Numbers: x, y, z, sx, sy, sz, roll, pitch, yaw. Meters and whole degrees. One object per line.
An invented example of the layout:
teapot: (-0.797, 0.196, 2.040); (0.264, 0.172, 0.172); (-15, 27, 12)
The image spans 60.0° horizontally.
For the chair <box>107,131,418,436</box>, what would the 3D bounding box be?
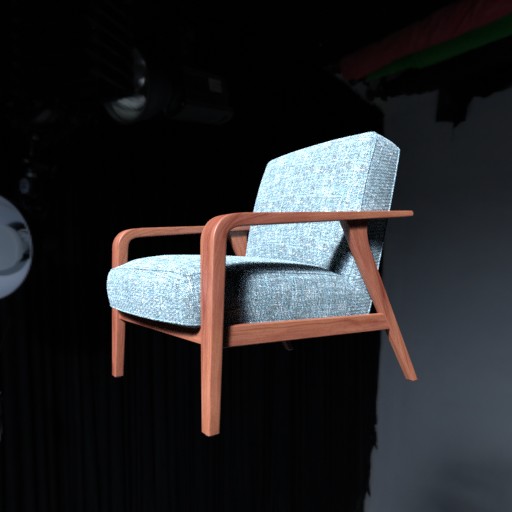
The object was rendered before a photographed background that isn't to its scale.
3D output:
chair: (0.000, 0.000, 1.552); (0.889, 0.864, 0.719); (0, -1, -36)
